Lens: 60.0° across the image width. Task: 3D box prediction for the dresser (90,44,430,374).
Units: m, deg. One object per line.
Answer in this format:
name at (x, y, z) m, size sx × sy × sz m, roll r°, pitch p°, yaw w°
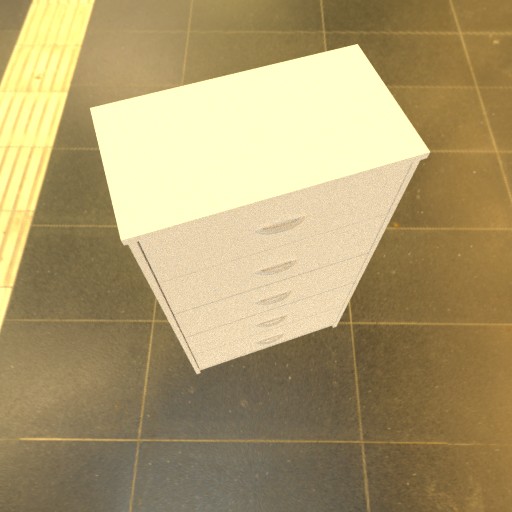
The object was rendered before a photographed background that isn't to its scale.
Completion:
dresser at (0.000, 0.000, 1.584) m, size 0.704 × 1.255 × 0.399 m, roll -17°, pitch 64°, yaw -9°
